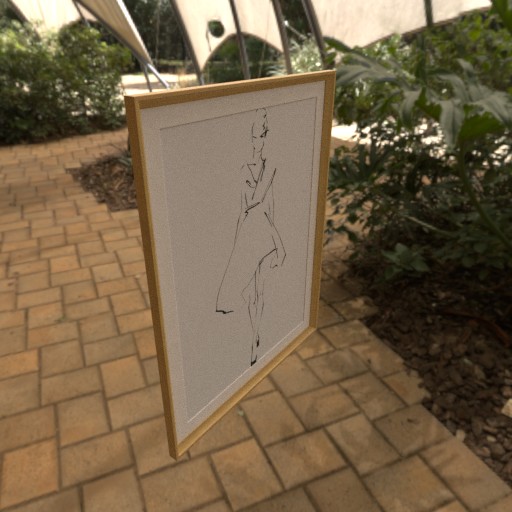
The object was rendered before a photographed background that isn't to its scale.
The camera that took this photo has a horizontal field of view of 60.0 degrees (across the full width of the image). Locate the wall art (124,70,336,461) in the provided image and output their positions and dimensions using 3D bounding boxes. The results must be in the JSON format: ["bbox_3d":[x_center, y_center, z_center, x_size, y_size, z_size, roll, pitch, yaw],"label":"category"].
[{"bbox_3d":[0.000,0.000,1.350,0.030,1.002,0.798,19,32,33],"label":"wall art"}]
